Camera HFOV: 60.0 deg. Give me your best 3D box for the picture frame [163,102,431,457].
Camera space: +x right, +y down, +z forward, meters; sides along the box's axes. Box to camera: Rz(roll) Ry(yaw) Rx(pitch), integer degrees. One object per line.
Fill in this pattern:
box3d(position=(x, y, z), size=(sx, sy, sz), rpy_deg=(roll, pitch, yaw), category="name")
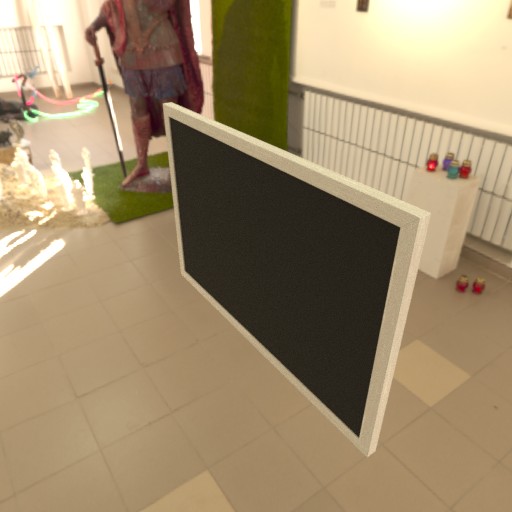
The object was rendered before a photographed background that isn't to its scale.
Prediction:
box3d(position=(0.000, 0.000, 1.221), size=(0.029, 0.640, 0.950), rpy_deg=(-21, 38, -30), category="picture frame")
